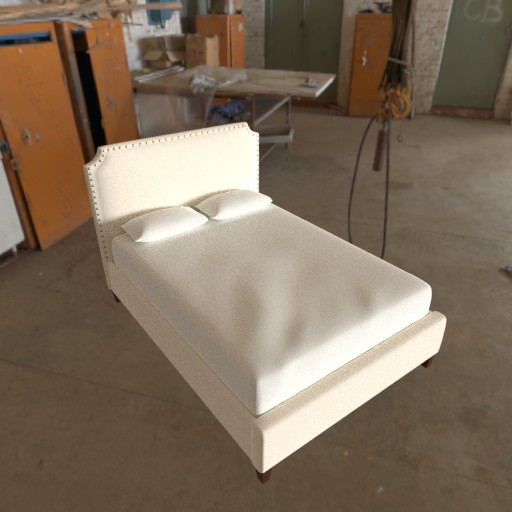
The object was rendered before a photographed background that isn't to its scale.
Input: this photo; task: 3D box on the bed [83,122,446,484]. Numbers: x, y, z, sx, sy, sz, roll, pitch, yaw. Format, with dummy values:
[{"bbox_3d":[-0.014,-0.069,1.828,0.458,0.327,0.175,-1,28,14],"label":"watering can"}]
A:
[{"bbox_3d":[0.000,0.000,3.436,1.712,1.443,2.365,-20,36,-31],"label":"bed"}]
